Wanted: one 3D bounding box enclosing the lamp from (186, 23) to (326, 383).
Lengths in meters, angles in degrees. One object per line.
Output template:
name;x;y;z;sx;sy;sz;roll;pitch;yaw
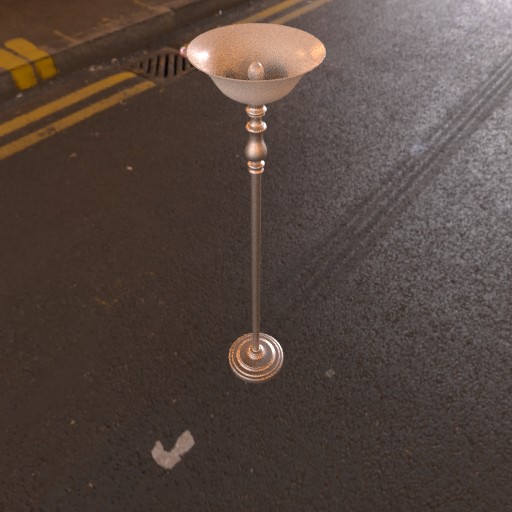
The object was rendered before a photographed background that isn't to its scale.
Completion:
lamp;0.000;0.000;1.941;0.405;1.771;0.405;-9;48;-8
